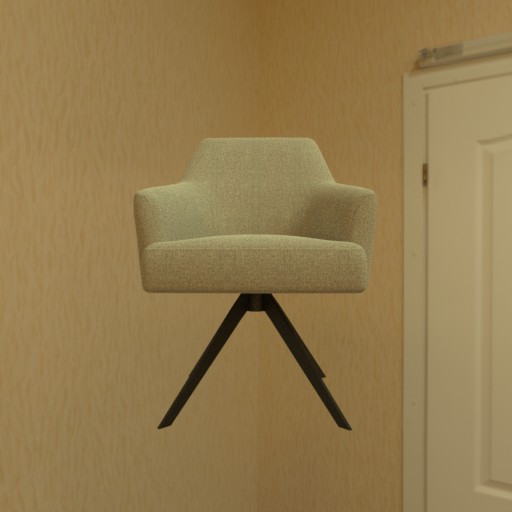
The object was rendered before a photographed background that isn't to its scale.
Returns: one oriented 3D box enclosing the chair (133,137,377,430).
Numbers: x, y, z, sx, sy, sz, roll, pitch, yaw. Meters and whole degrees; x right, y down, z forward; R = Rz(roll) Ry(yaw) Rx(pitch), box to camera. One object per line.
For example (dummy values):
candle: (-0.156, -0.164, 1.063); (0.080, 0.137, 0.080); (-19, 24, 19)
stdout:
chair: (0.000, 0.000, 1.360); (0.642, 0.874, 0.677); (0, 1, 1)
